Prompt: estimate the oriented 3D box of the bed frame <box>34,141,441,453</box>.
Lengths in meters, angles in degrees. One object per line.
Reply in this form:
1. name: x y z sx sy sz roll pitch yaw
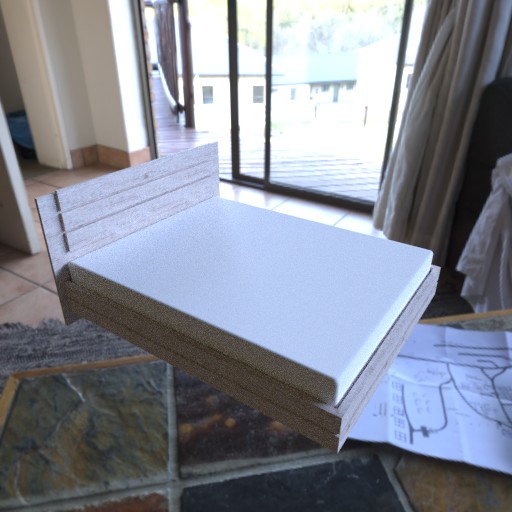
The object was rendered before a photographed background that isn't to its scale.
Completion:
1. bed frame: 0.000 0.000 3.037 2.080 0.970 1.750 18 33 30
